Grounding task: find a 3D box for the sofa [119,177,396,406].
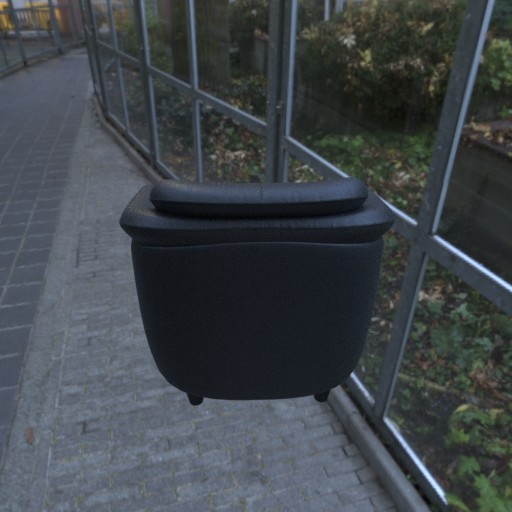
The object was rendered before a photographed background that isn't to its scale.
[{"bbox_3d":[0.000,0.000,1.550,0.870,0.811,0.794,-1,31,-2],"label":"sofa"}]
